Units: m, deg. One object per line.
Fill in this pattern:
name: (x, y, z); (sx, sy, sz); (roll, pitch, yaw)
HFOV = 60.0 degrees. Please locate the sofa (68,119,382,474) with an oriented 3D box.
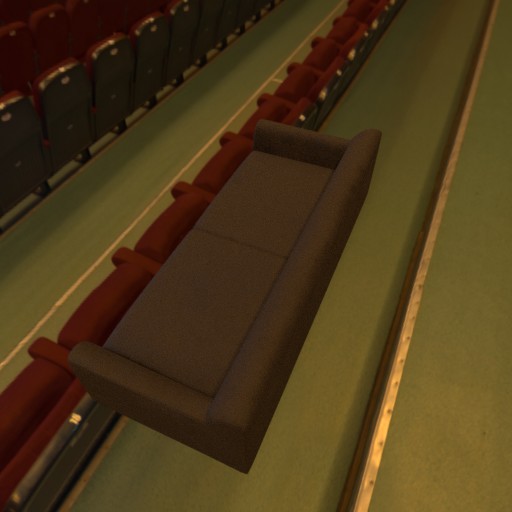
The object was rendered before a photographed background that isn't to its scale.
sofa: (0.000, 0.000, 2.675); (0.900, 0.740, 2.190); (18, 51, 16)
